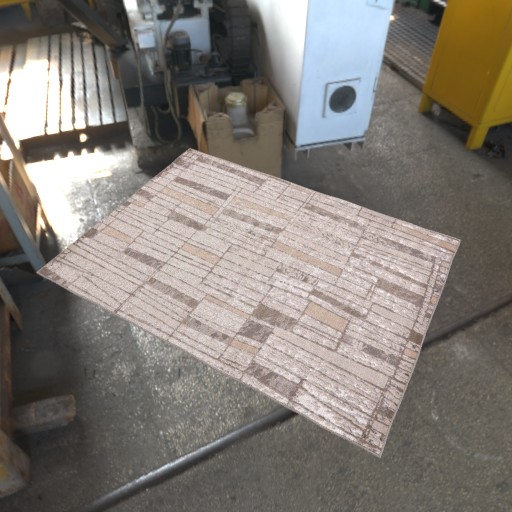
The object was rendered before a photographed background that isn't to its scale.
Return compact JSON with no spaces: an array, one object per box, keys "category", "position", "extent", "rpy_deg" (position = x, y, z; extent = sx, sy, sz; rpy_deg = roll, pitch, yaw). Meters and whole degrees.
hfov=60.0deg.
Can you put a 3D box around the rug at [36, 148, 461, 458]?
[{"category":"rug","position":[0.000,0.000,4.304],"extent":[3.357,0.019,2.449],"rpy_deg":[23,50,20]}]
